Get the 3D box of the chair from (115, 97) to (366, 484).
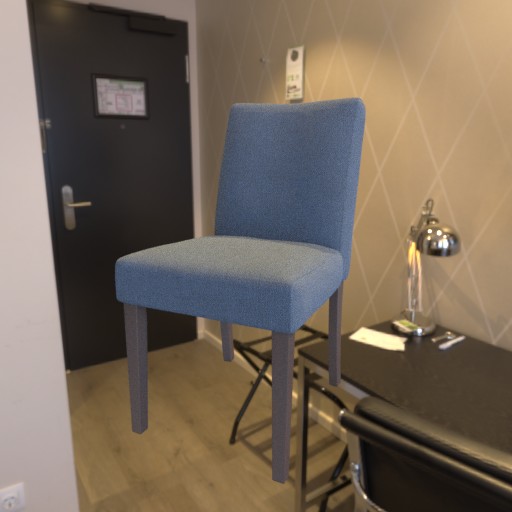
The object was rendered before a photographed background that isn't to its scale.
[{"bbox_3d":[0.000,0.000,1.248,0.487,0.882,0.629,6,15,25],"label":"chair"}]
